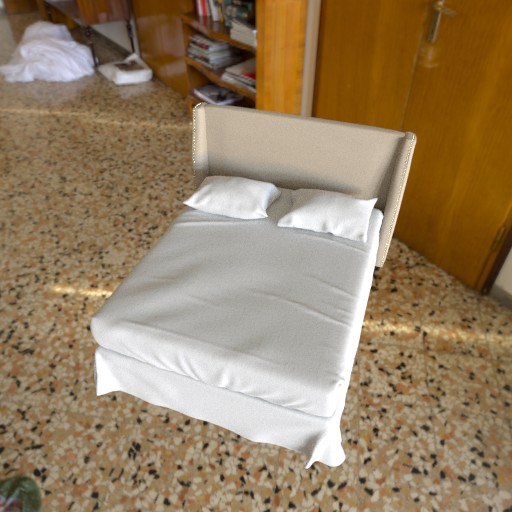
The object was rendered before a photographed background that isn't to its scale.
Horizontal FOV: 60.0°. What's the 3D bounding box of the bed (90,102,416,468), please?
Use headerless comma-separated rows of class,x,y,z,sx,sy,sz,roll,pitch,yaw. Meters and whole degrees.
bed,0.000,0.000,3.377,1.925,1.332,2.276,13,43,15
